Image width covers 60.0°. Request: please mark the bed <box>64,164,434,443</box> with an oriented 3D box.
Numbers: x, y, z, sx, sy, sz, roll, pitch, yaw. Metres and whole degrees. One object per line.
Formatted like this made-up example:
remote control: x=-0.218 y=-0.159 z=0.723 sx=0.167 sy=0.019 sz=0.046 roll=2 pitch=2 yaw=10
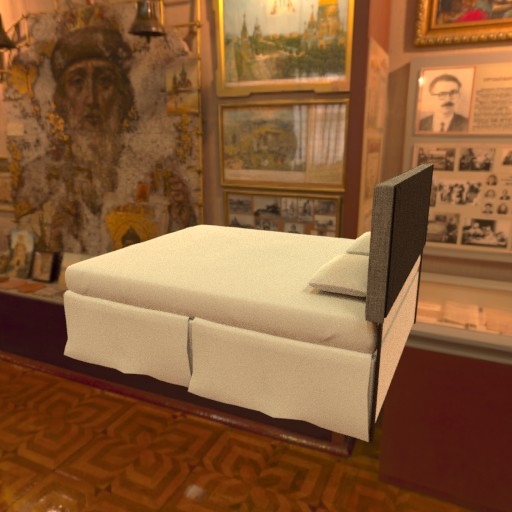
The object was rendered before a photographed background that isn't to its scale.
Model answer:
bed: x=0.000 y=0.000 z=2.947 sx=1.958 sy=1.168 sz=1.621 roll=7 pitch=17 yaw=25
